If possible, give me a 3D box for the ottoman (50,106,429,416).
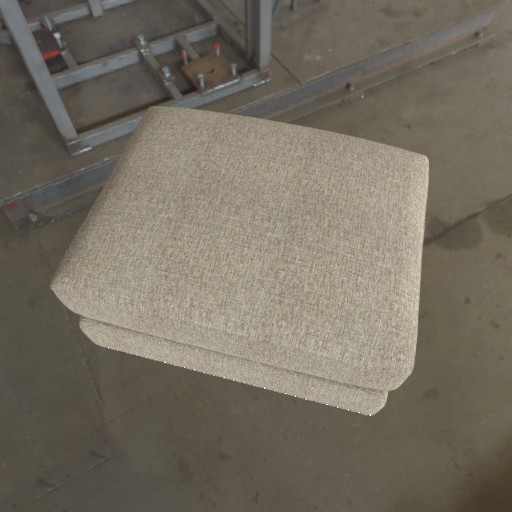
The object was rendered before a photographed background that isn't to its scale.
[{"bbox_3d":[0.000,0.000,1.141,0.741,0.513,0.584,12,60,7],"label":"ottoman"}]
